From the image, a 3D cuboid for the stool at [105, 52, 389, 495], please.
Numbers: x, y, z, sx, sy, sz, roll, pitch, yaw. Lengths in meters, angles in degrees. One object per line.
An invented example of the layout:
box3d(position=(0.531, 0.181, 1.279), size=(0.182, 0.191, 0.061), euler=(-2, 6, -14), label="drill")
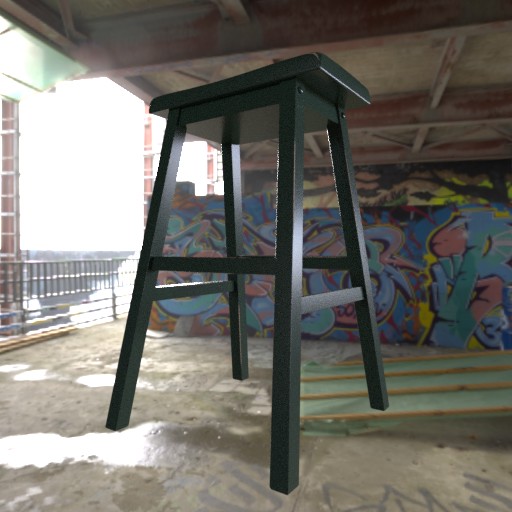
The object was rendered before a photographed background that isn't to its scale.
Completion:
box3d(position=(0.000, 0.000, 1.010), size=(0.457, 0.737, 0.476), euler=(1, 1, 35), label="stool")
